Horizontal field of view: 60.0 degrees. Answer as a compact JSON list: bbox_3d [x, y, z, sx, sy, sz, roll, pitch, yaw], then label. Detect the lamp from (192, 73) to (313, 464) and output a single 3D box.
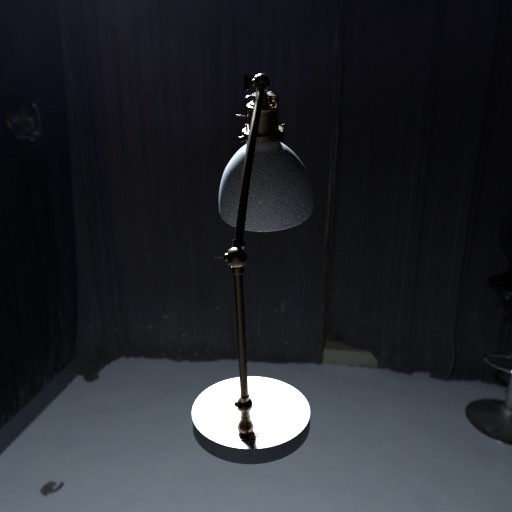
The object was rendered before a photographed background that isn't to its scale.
[{"bbox_3d":[0.000,0.000,0.676,0.186,0.522,0.317,3,16,9],"label":"lamp"}]
